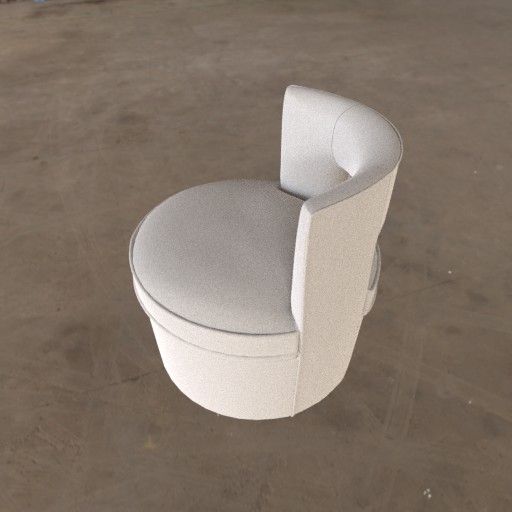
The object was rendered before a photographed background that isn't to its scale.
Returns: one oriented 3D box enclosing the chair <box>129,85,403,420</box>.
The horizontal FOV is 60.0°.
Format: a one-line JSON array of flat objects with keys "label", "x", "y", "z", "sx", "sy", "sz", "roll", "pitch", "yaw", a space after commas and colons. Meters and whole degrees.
[{"label": "chair", "x": 0.000, "y": 0.000, "z": 1.210, "sx": 0.665, "sy": 0.723, "sz": 0.650, "roll": 0, "pitch": 41, "yaw": 0}]
